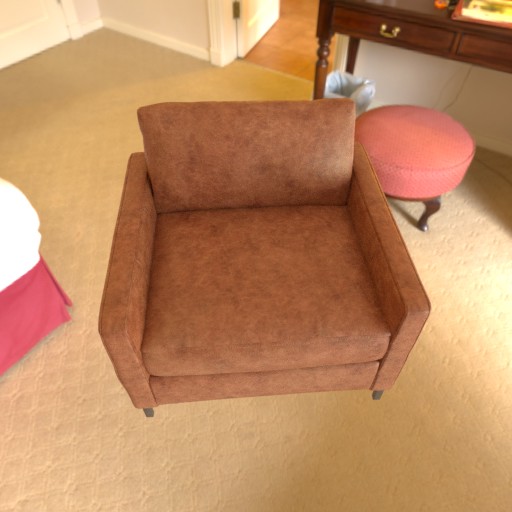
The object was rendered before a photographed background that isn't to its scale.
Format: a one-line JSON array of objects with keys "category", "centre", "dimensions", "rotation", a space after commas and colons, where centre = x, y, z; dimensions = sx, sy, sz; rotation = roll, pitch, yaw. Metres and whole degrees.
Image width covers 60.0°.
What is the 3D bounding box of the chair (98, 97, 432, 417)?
[{"category": "chair", "centre": [0.000, 0.000, 1.631], "dimensions": [0.967, 0.869, 0.862], "rotation": [-3, 48, -3]}]
